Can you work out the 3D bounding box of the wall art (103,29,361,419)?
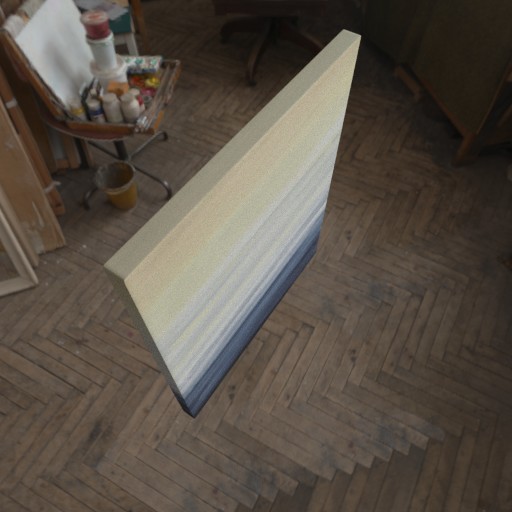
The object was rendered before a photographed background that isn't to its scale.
[{"bbox_3d":[0.000,0.000,0.957,0.041,0.710,0.608,30,62,18],"label":"wall art"}]
